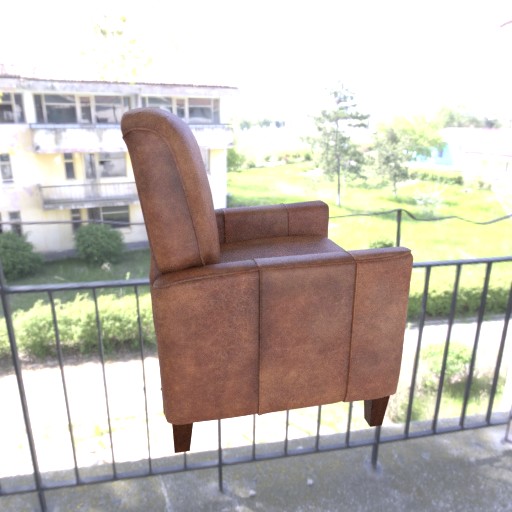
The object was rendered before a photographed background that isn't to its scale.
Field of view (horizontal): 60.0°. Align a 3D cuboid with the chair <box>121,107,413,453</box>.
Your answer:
[{"bbox_3d":[0.000,0.000,1.644,0.836,1.043,0.843,-4,18,-11],"label":"chair"}]
